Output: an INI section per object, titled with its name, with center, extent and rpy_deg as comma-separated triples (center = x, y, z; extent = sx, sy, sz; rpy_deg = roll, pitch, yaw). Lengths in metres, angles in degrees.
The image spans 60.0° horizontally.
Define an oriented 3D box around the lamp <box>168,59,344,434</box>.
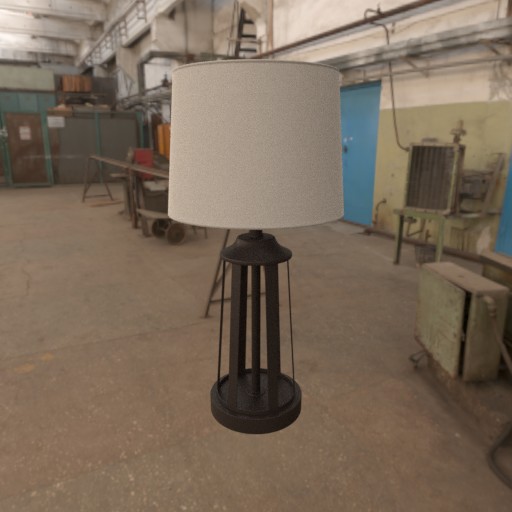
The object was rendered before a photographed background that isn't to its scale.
[lamp]
center = 0.000, 0.000, 0.661
extent = 0.251, 0.509, 0.251
rpy_deg = 0, 15, 0
